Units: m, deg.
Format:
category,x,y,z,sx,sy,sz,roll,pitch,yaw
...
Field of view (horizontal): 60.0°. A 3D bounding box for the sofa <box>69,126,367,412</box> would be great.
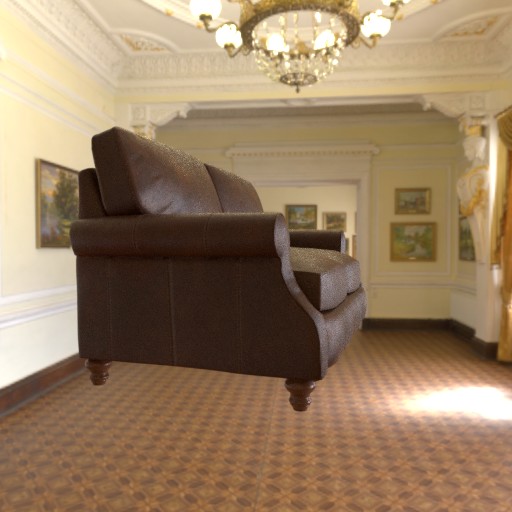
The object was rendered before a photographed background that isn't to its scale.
category,x,y,z,sx,sy,sz,roll,pitch,yaw
sofa,0.000,0.000,2.198,0.990,0.976,1.616,0,1,19
